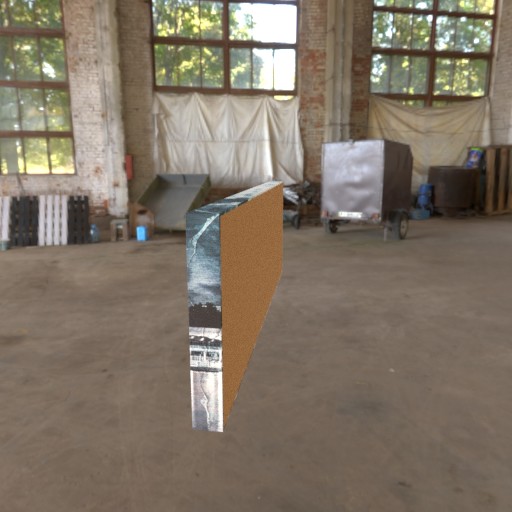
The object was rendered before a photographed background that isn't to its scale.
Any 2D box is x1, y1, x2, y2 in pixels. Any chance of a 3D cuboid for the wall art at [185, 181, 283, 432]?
[{"bbox_3d":[0.000,0.000,0.850,0.037,0.251,0.759,2,12,8],"label":"wall art"}]
